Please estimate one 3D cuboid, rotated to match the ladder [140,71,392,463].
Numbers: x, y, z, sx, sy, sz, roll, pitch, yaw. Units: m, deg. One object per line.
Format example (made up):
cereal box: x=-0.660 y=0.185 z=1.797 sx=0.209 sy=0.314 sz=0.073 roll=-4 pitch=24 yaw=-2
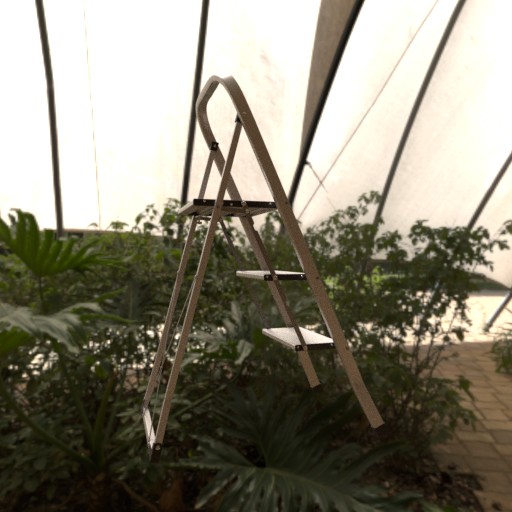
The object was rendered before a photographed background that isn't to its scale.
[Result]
ladder: x=0.000 y=0.000 z=1.439 sx=0.704 sy=1.070 sz=0.465 roll=0 pitch=0 yaw=-18
